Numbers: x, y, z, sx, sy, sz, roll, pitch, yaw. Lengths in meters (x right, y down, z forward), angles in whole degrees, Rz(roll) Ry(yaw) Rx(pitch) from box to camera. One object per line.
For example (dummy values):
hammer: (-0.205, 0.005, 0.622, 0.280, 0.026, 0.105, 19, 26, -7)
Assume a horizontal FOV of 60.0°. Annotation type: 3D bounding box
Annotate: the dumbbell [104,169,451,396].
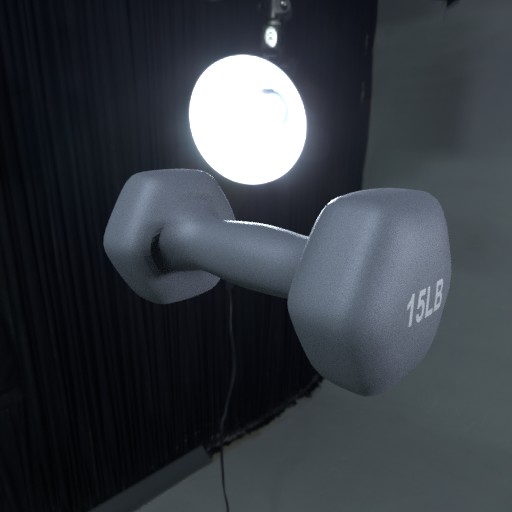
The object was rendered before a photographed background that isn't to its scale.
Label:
dumbbell: (0.000, 0.000, 0.302, 0.240, 0.105, 0.116, 15, 21, 42)
